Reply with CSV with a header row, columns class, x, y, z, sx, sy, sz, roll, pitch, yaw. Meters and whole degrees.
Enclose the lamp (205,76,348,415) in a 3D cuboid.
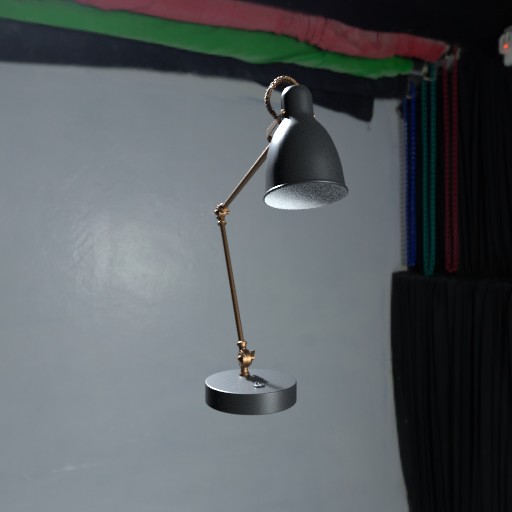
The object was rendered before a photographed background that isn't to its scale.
class,x,y,z,sx,sy,sz,roll,pitch,yaw
lamp,0.000,0.000,0.881,0.187,0.587,0.561,0,0,-20
